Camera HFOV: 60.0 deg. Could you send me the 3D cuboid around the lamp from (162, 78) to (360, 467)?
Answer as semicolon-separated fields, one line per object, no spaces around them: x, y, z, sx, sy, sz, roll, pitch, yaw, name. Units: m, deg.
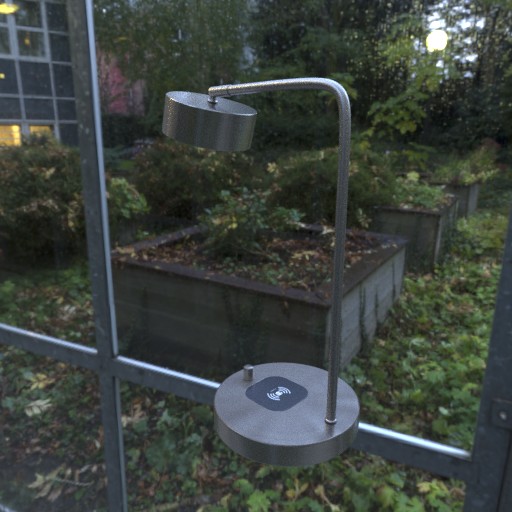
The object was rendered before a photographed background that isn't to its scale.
0.000;0.000;0.637;0.334;0.469;0.211;14;20;43;lamp
